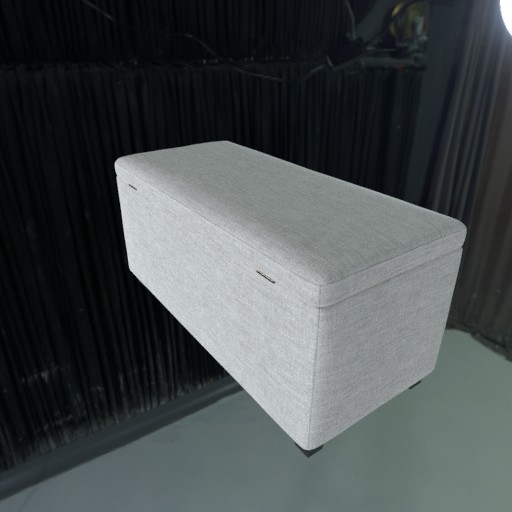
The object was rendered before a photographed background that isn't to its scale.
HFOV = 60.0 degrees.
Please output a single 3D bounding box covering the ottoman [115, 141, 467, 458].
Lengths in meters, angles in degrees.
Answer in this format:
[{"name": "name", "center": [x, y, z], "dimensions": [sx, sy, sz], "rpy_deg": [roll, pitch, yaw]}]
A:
[{"name": "ottoman", "center": [0.000, 0.000, 1.163], "dimensions": [0.419, 0.432, 0.902], "rpy_deg": [-18, 32, -31]}]
